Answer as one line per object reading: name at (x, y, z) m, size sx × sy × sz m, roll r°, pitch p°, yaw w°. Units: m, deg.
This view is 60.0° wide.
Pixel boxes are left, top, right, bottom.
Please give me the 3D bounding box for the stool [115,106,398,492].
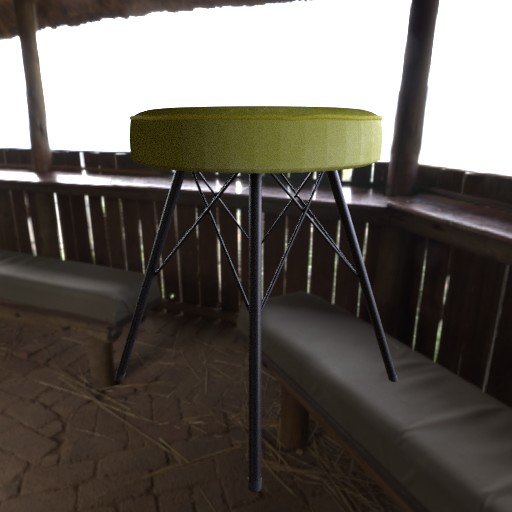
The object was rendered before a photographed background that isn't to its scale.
stool at (0.000, 0.000, 0.801) m, size 0.409 × 0.508 × 0.409 m, roll -16°, pitch 23°, yaw -42°
